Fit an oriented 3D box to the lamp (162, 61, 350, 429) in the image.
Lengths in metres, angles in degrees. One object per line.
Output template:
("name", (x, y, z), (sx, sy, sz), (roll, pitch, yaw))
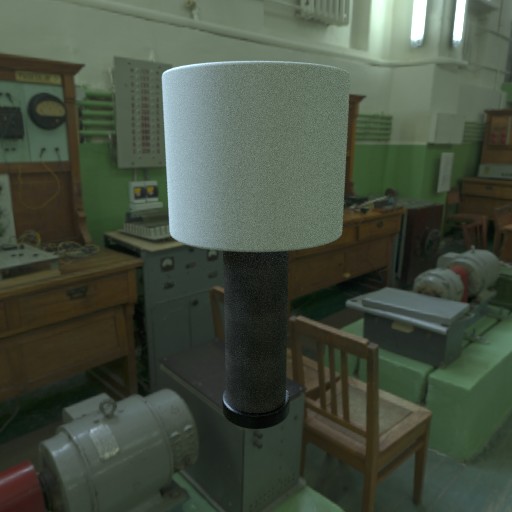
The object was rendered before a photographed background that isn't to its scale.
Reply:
("lamp", (0.000, 0.000, 0.811), (0.305, 0.634, 0.305), (14, 21, 43))
